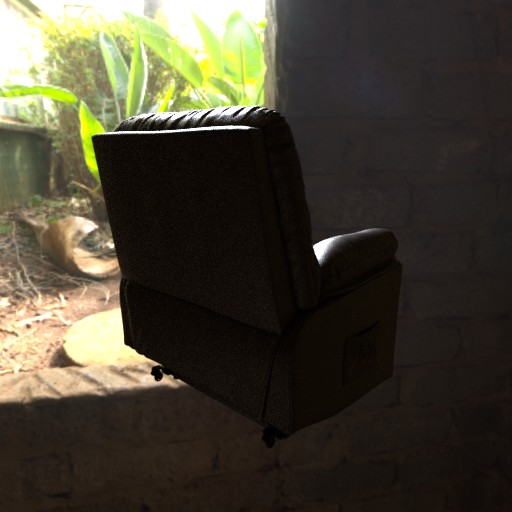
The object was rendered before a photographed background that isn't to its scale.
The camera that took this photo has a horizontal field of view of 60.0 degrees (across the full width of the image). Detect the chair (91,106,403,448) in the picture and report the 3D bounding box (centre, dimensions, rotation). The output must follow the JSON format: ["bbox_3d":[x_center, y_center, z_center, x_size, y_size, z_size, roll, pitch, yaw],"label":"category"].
[{"bbox_3d":[0.000,0.000,1.714,0.940,1.041,0.879,12,18,42],"label":"chair"}]
